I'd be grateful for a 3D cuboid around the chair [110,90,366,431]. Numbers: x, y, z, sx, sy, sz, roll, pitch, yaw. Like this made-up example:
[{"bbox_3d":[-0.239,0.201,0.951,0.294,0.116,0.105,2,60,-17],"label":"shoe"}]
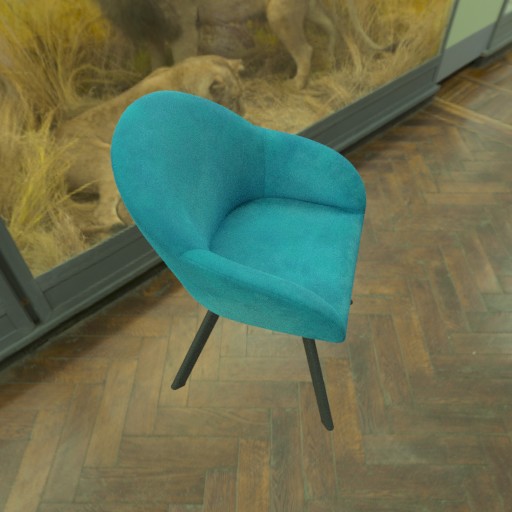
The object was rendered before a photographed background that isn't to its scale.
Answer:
[{"bbox_3d":[0.000,0.000,1.195,0.590,0.795,0.550,11,47,10],"label":"chair"}]
